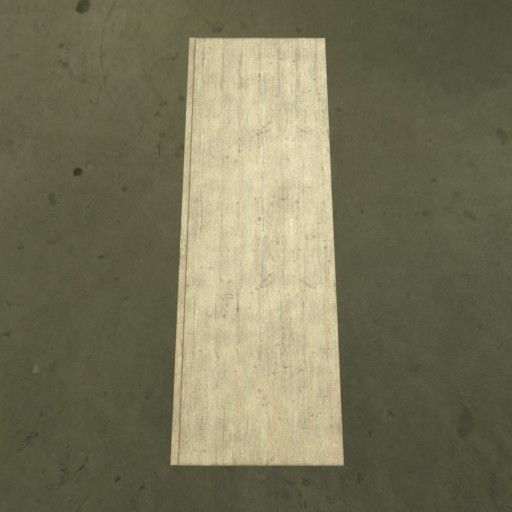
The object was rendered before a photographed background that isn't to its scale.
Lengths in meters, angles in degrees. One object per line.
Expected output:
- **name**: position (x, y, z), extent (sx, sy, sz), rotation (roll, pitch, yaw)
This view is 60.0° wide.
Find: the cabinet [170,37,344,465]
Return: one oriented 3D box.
- **cabinet**: position (0.000, 0.000, 1.863), extent (0.511, 0.825, 1.460), rotation (0, 76, 0)
